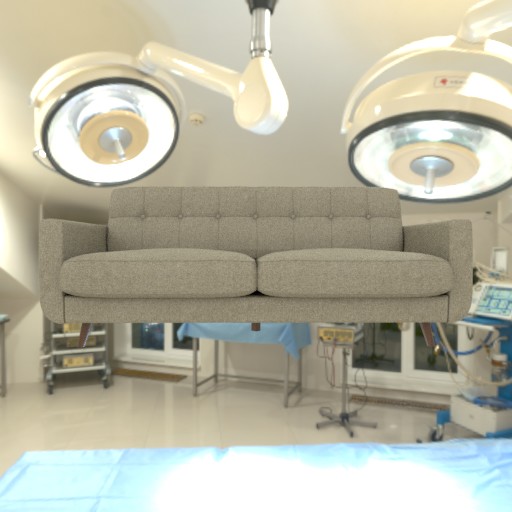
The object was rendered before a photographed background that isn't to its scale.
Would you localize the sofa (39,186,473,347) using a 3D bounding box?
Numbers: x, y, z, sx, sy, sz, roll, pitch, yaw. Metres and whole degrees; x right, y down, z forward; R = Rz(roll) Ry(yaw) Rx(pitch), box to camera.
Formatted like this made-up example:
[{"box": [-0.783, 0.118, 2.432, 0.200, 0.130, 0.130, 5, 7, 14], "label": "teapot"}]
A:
[{"box": [0.000, 0.000, 2.508, 2.055, 0.873, 0.968, 0, 1, -1], "label": "sofa"}]
